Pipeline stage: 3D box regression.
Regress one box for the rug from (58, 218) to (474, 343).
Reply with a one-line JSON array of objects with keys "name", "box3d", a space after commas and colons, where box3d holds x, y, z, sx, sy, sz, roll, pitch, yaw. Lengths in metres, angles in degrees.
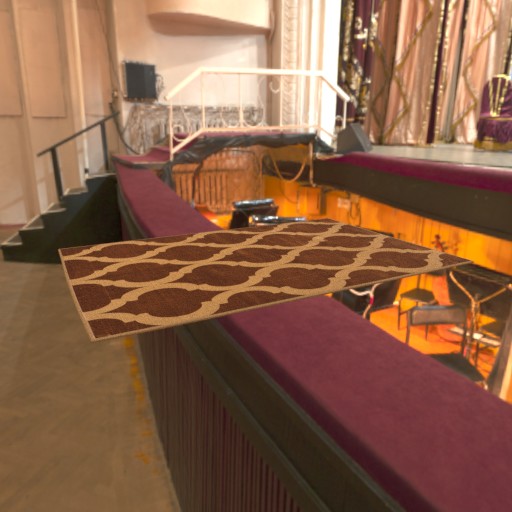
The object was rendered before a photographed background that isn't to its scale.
[{"name": "rug", "box3d": [0.000, 0.000, 2.894, 2.290, 0.014, 1.526, -9, 19, -27]}]
